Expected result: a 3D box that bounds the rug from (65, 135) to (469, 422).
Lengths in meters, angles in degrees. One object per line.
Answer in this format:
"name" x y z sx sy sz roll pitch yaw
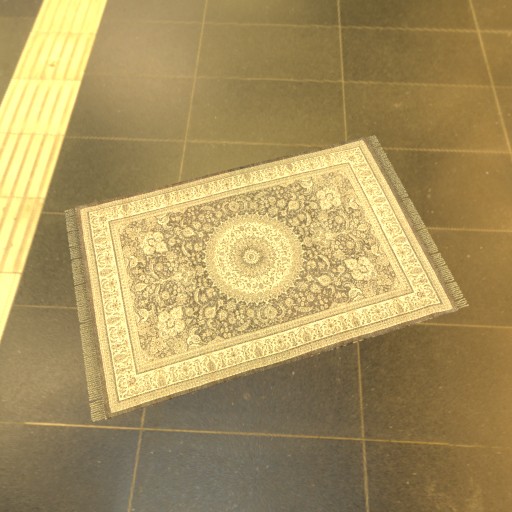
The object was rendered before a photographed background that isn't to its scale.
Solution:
"rug" 0.000 0.000 4.269 3.422 0.015 2.143 -15 64 -7
